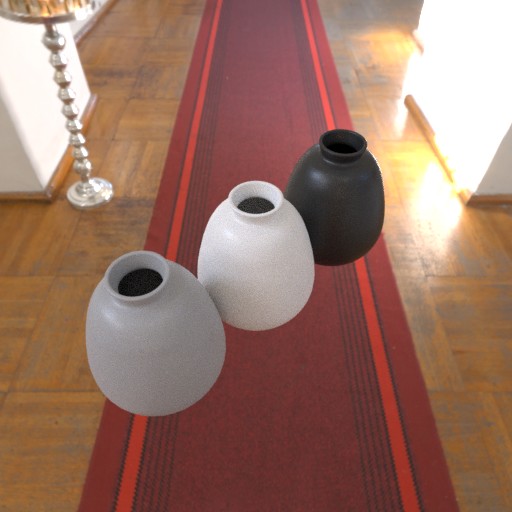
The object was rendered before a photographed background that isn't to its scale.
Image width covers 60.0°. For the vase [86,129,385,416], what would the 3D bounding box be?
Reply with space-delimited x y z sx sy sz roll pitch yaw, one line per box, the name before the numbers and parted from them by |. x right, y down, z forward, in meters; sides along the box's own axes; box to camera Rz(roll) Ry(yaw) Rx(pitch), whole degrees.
vase | 0.000 0.000 0.358 0.297 0.122 0.097 -36 57 -29
